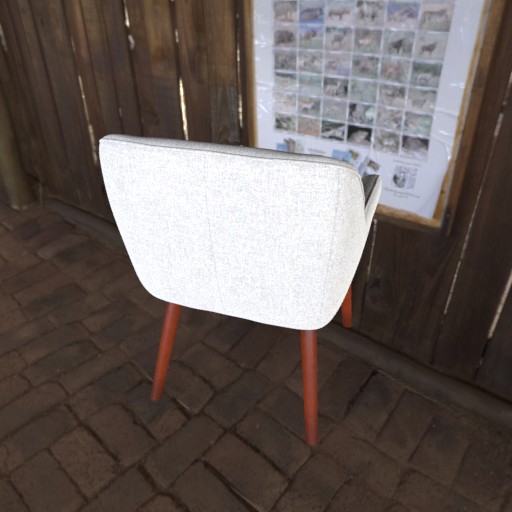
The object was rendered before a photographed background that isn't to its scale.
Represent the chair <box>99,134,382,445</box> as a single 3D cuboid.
[{"bbox_3d":[0.000,0.000,1.258,0.610,0.813,0.610,10,33,15],"label":"chair"}]
